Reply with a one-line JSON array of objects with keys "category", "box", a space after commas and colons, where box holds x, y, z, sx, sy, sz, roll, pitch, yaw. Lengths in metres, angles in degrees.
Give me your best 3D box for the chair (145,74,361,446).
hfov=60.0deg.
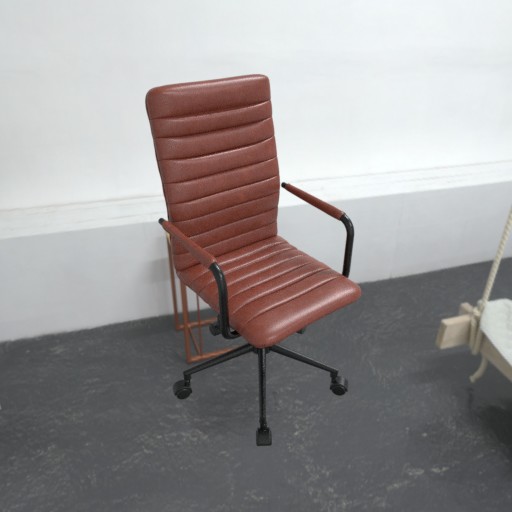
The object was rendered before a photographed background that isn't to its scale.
[{"category": "chair", "box": [0.000, 0.000, 1.376, 0.608, 0.979, 0.580, -21, 37, -31]}]
